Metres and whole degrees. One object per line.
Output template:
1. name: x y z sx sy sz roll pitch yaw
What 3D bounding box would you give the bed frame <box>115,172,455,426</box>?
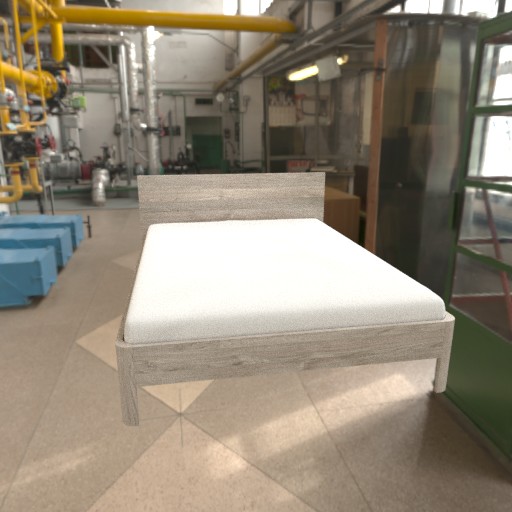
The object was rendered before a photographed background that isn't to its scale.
1. bed frame: 0.000 0.000 2.700 1.490 0.800 1.950 -3 16 -10
